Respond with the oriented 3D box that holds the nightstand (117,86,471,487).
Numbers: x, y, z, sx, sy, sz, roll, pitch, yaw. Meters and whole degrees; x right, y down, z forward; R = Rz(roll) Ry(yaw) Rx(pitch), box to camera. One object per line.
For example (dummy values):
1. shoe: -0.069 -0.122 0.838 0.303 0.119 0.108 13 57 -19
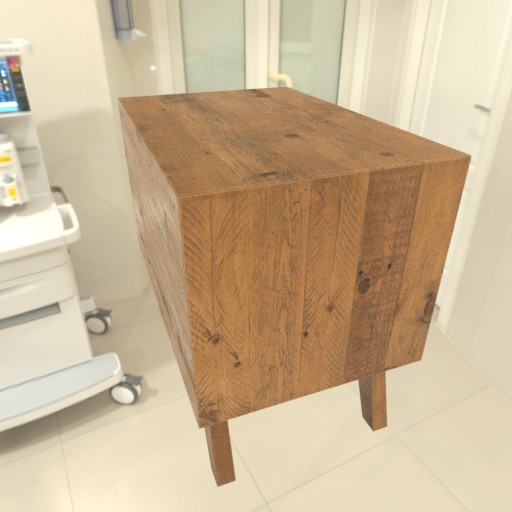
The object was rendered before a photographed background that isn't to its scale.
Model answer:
1. nightstand: 0.000 0.000 0.994 0.450 0.599 0.650 -11 32 -18
